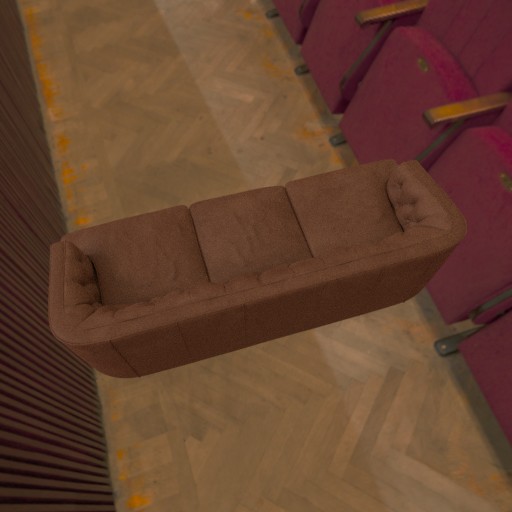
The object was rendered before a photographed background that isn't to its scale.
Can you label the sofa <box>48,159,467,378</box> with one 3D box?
[{"bbox_3d":[0.000,0.000,2.679,2.227,0.787,0.927,-14,61,-8],"label":"sofa"}]
